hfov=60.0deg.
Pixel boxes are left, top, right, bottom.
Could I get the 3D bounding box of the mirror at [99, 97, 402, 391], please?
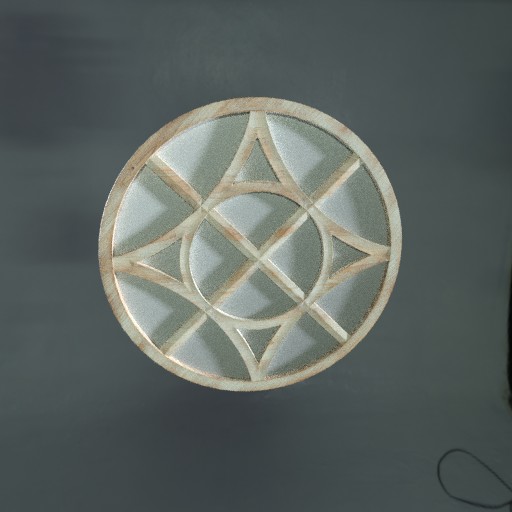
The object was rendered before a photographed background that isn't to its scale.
[{"bbox_3d":[0.000,0.000,1.054,0.710,0.710,0.038,-2,17,-8],"label":"mirror"}]
